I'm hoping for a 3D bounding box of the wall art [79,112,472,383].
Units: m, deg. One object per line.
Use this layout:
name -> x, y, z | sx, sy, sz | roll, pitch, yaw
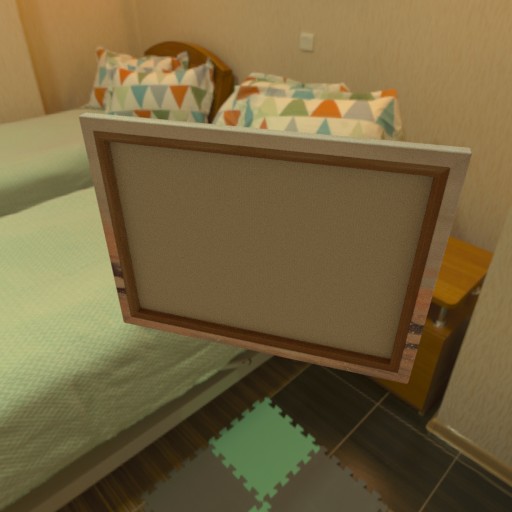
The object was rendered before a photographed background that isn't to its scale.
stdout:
wall art -> 0.000, 0.000, 1.330 | 1.015, 0.763, 0.038 | 9, 35, 14
